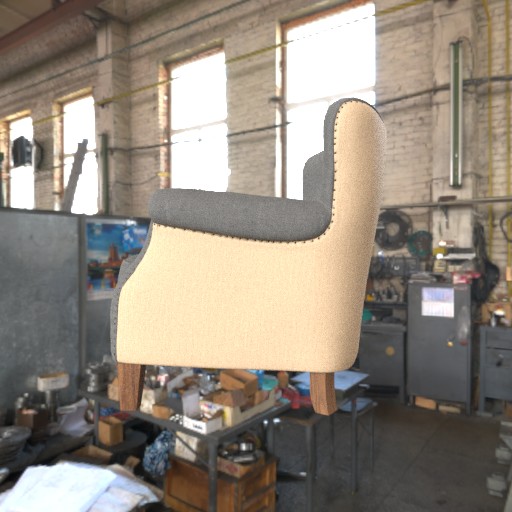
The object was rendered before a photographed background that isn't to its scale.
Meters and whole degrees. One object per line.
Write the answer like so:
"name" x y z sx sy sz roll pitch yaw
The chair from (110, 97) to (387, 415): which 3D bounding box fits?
"chair" 0.000 0.000 1.661 0.921 0.936 0.861 0 0 1
